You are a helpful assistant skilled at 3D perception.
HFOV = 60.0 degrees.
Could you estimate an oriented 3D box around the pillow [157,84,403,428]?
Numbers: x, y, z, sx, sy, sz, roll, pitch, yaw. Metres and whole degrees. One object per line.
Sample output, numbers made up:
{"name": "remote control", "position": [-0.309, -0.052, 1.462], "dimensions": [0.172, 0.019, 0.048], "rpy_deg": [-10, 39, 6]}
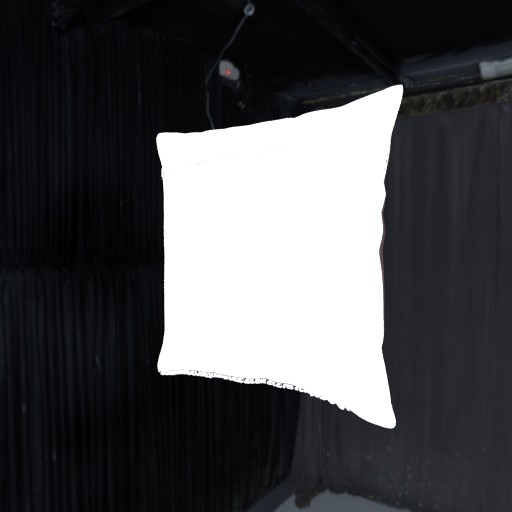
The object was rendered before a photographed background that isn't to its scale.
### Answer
{"name": "pillow", "position": [0.000, 0.000, 0.733], "dimensions": [0.475, 0.473, 0.178], "rpy_deg": [1, 2, 35]}
